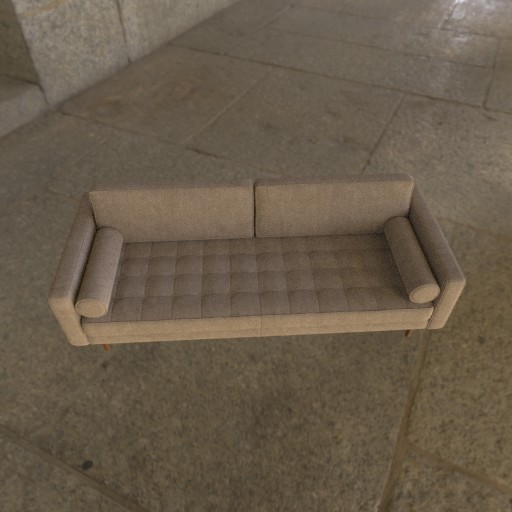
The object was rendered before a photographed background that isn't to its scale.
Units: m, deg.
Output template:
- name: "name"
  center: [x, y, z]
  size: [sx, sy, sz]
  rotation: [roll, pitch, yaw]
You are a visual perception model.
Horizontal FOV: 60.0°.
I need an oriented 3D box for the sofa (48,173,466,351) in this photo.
- name: "sofa"
  center: [0.000, 0.000, 2.721]
  size: [2.200, 0.770, 0.919]
  rotation: [-2, 46, -2]
